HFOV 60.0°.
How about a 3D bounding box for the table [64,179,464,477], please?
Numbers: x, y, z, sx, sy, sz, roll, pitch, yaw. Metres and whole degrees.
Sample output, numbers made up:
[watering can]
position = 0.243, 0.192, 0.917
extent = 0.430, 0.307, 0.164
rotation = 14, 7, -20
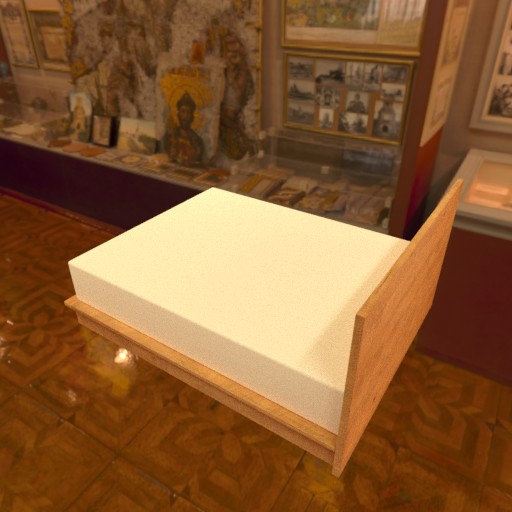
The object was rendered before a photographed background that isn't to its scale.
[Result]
[table]
position = 0.000, 0.000, 3.087
extent = 2.149, 1.041, 1.707
rotation = 19, 36, 28
